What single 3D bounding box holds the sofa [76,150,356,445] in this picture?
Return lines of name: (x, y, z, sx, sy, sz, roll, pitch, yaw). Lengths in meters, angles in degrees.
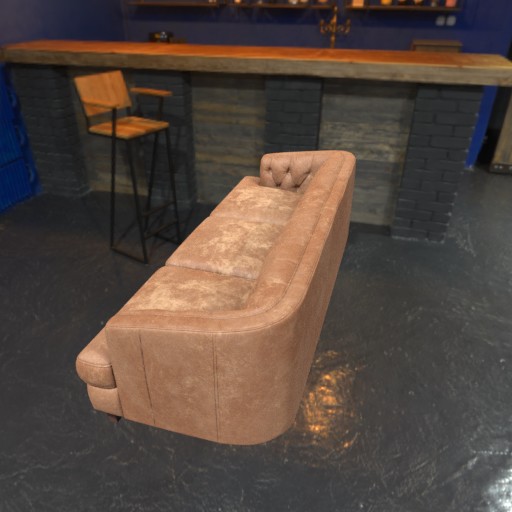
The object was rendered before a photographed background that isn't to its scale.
sofa: (0.000, 0.000, 2.675, 0.922, 0.791, 2.257, 9, 32, 15)
